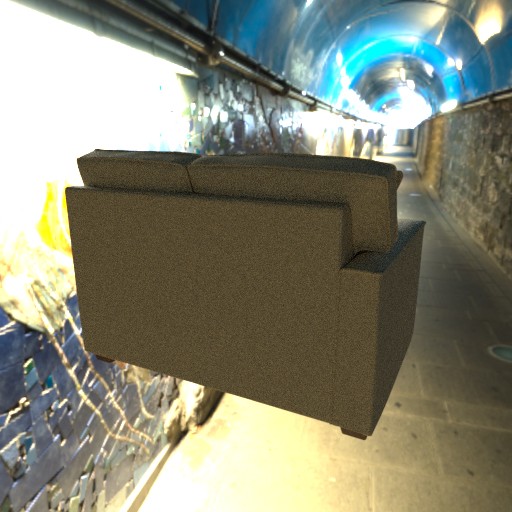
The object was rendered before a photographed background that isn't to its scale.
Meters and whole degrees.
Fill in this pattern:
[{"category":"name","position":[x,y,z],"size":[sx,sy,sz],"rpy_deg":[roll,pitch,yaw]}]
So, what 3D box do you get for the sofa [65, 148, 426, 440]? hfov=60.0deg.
[{"category":"sofa","position":[0.000,0.000,2.096],"size":[1.388,0.989,0.991],"rpy_deg":[8,17,26]}]
